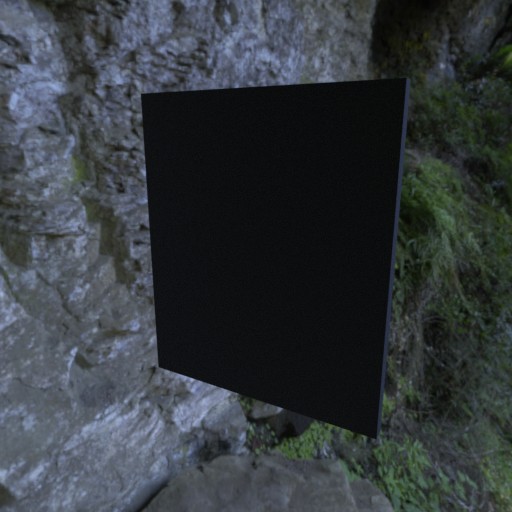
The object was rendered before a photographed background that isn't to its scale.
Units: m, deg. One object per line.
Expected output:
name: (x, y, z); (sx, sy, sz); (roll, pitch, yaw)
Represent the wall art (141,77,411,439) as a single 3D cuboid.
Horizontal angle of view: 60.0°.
wall art: (0.000, 0.000, 0.707); (0.428, 0.505, 0.023); (9, 18, 29)
